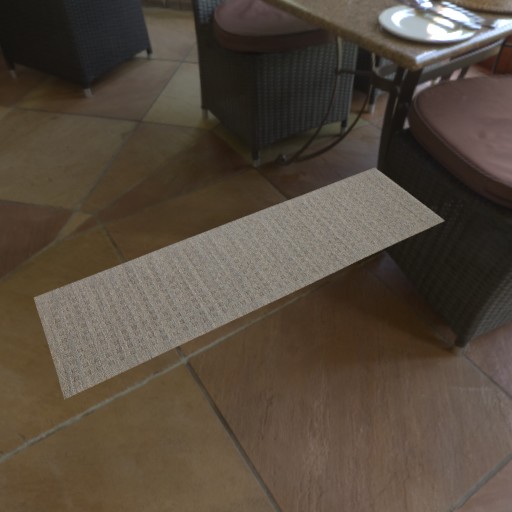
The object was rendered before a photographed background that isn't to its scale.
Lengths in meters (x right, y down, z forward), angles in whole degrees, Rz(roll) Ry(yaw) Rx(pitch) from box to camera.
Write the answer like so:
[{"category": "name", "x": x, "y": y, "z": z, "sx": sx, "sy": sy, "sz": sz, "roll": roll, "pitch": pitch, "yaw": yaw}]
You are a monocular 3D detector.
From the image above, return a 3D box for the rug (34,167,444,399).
[{"category": "rug", "x": 0.000, "y": 0.000, "z": 2.663, "sx": 2.437, "sy": 0.005, "sz": 0.688, "roll": -23, "pitch": 50, "yaw": -20}]
